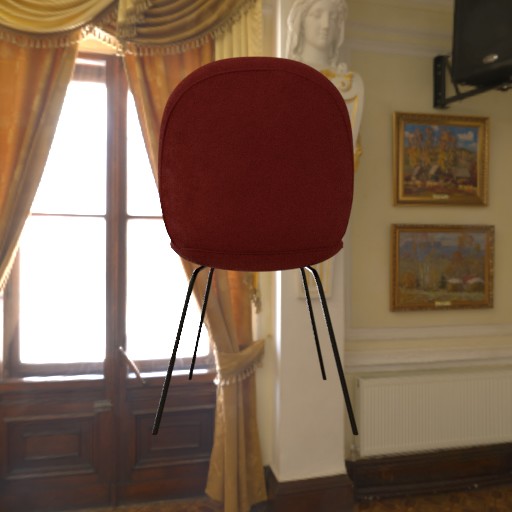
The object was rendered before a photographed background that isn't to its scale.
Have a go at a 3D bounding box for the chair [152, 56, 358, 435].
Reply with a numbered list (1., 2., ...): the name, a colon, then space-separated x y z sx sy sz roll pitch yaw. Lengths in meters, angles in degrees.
1. chair: 0.000 0.000 1.163 0.458 0.791 0.587 0 -1 0
